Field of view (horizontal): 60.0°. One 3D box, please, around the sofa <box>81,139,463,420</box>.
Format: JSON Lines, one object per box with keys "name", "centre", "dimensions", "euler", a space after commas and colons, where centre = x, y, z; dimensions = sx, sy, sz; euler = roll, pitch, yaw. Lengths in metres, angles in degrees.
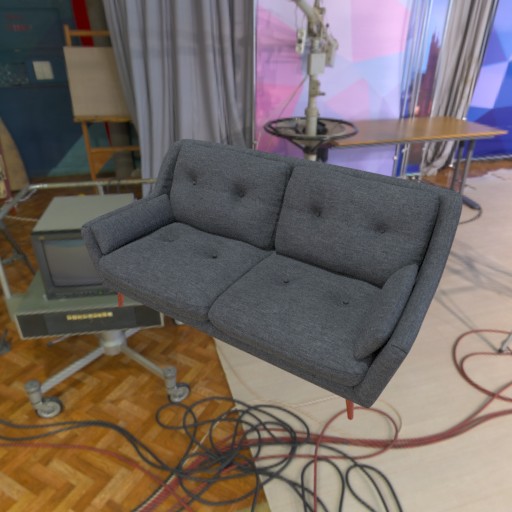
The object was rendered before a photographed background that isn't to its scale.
{"name": "sofa", "centre": [0.000, 0.000, 2.468], "dimensions": [1.929, 0.896, 0.975], "euler": [18, 34, 29]}
